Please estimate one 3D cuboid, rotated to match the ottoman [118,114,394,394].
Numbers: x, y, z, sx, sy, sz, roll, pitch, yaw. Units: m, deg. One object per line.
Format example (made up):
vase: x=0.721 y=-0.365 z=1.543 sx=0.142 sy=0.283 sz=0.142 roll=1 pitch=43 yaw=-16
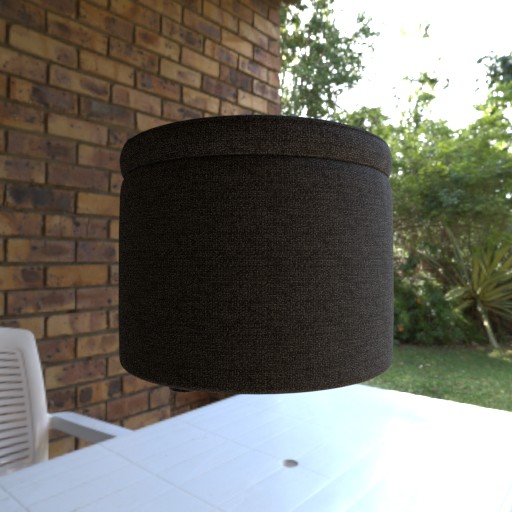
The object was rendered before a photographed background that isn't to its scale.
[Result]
ottoman: x=0.000 y=0.000 z=0.878 sx=0.520 sy=0.430 sz=0.520 roll=0 pitch=-1 yaw=0
